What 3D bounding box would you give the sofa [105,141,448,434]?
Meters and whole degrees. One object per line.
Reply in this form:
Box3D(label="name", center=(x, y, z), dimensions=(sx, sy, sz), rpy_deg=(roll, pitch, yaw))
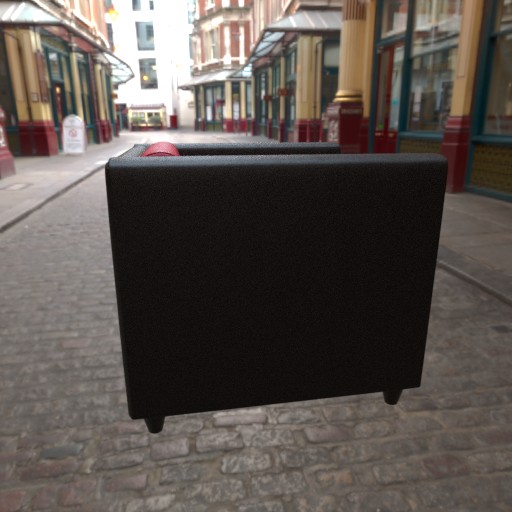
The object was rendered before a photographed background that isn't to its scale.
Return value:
Box3D(label="sofa", center=(0.000, 0.000, 1.473), dimensions=(0.809, 0.724, 0.839), rpy_deg=(-3, 17, -10))
